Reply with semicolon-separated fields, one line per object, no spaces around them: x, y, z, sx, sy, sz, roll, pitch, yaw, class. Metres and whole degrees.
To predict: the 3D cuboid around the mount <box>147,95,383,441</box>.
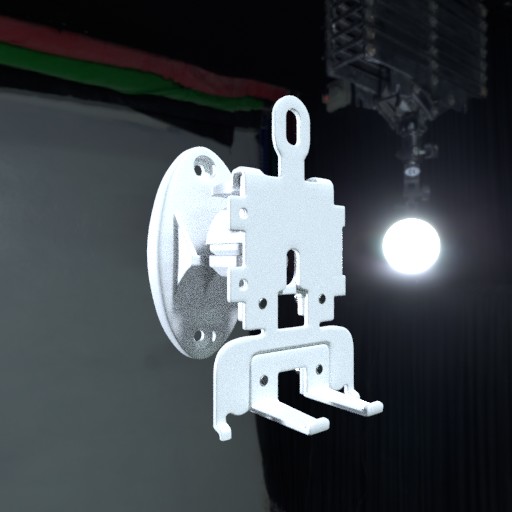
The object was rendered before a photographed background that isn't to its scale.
0.000;0.000;0.182;0.066;0.118;0.100;0;0;-37;mount
